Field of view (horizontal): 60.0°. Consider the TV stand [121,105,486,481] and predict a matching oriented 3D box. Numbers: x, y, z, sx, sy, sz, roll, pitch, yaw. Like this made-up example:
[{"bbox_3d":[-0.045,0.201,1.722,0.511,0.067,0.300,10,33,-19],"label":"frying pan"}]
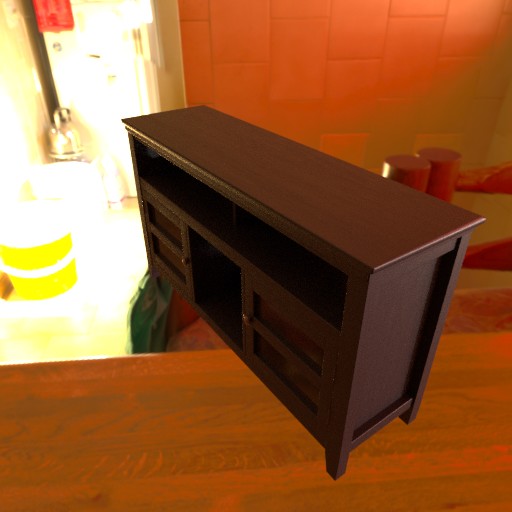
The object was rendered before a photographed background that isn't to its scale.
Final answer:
[{"bbox_3d":[0.000,0.000,1.449,0.347,0.681,1.198,-21,38,-29],"label":"TV stand"}]
